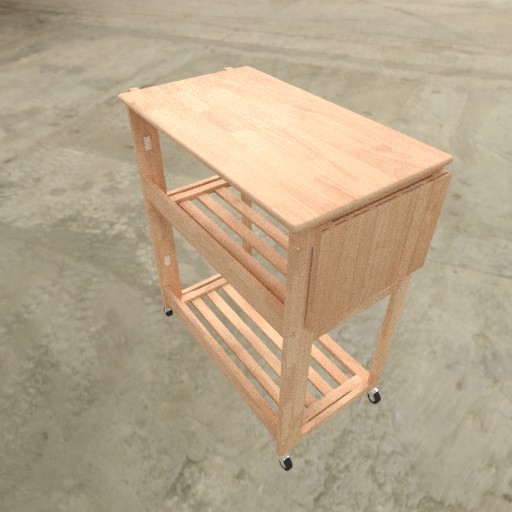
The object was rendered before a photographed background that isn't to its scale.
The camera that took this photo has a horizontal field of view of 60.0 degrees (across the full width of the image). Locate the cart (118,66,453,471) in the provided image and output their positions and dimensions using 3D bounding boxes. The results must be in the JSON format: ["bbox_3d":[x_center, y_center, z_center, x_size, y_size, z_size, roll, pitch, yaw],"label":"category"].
[{"bbox_3d":[0.000,0.000,1.356,0.432,0.879,0.853,-25,46,-27],"label":"cart"}]
